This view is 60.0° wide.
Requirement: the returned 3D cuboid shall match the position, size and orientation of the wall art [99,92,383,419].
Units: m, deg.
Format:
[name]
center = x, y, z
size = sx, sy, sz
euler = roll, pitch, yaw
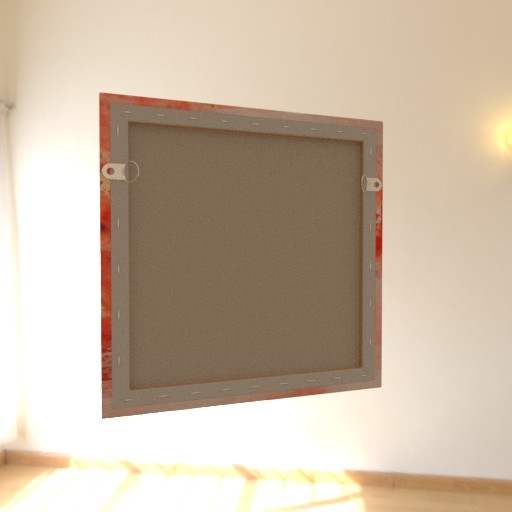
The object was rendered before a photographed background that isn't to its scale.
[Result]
[wall art]
center = 0.000, 0.000, 1.323
size = 0.878, 0.878, 0.066
euler = 0, 1, -18
